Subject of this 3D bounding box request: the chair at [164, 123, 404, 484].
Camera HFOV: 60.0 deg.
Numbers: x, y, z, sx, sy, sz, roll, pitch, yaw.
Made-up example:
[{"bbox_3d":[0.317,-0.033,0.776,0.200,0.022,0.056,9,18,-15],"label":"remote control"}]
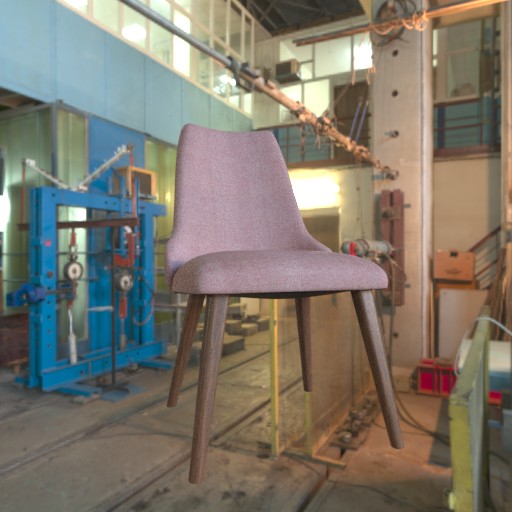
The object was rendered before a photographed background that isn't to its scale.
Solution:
[{"bbox_3d":[0.000,0.000,1.306,0.535,0.918,0.707,0,0,-18],"label":"chair"}]
